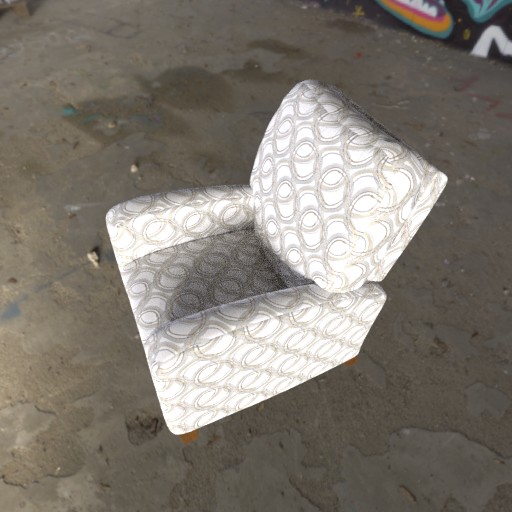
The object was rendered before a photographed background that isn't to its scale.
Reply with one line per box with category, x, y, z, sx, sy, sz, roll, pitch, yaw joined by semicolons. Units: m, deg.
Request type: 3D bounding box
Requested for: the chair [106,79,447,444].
chair;0.000;0.000;1.701;0.995;1.065;0.796;-17;48;-16
